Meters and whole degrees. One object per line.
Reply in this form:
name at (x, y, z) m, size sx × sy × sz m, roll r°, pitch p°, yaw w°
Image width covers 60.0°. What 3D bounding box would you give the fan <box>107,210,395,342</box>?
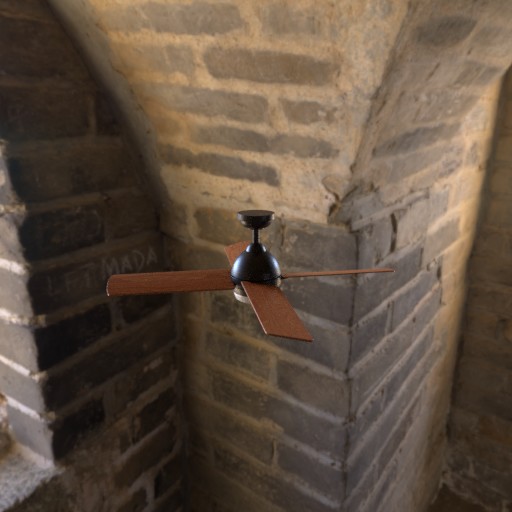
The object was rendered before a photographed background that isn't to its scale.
fan at (0.000, 0.000, 2.044) m, size 1.332 × 0.403 × 1.332 m, roll -3°, pitch 15°, yaw -10°
